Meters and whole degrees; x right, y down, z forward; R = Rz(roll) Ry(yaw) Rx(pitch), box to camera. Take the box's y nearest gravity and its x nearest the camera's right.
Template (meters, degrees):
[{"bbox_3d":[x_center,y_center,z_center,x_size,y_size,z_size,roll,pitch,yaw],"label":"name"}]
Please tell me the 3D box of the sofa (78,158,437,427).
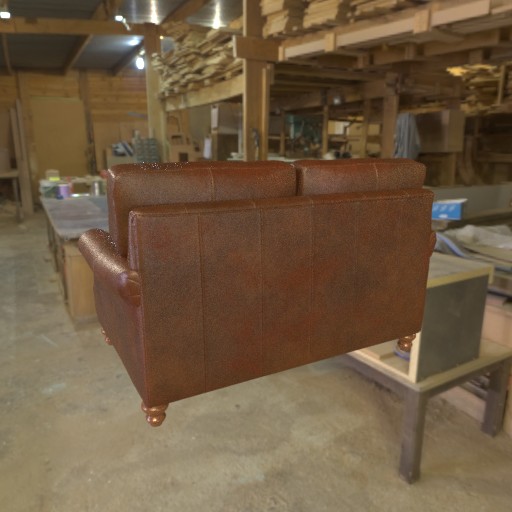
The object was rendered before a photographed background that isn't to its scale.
[{"bbox_3d":[0.000,0.000,2.254,1.616,0.976,0.990,-8,16,-28],"label":"sofa"}]
